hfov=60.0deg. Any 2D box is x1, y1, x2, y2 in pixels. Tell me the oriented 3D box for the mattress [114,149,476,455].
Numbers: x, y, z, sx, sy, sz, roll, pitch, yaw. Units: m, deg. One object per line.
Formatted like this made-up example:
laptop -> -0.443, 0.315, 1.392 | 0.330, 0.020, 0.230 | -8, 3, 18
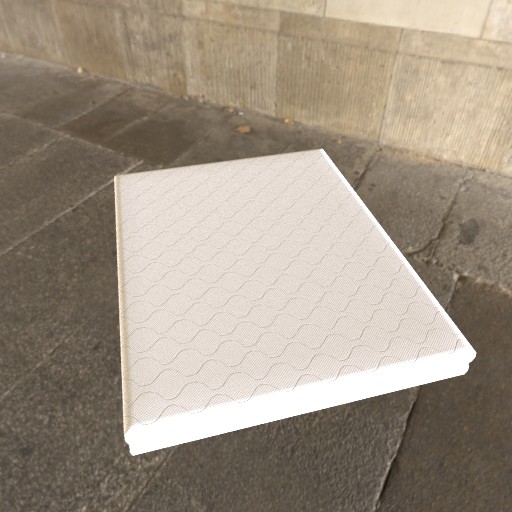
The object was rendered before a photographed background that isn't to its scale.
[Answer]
mattress -> 0.000, 0.000, 2.675 | 1.600, 0.200, 2.000 | -10, 43, -11
